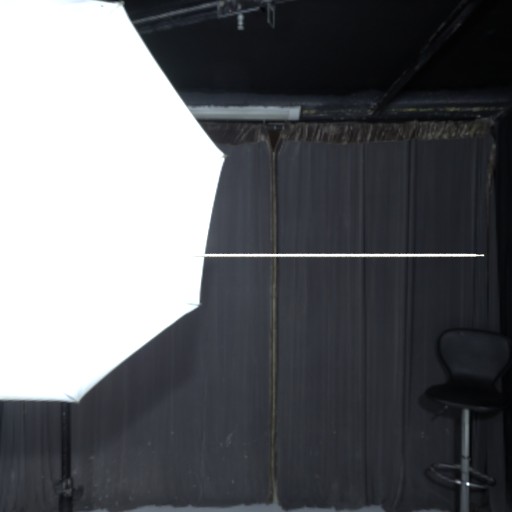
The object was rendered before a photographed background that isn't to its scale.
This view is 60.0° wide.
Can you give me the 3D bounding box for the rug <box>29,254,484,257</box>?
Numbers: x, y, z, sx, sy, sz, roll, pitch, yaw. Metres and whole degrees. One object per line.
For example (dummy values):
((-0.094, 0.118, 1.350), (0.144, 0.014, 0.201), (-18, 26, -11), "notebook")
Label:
((0.000, 0.000, 2.926), (2.233, 0.011, 1.514), (0, 0, 0), "rug")
